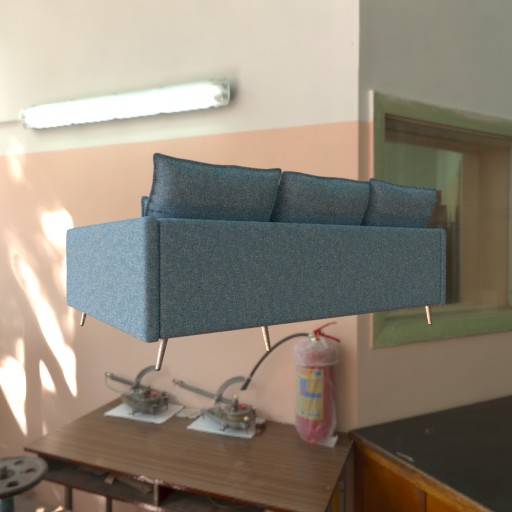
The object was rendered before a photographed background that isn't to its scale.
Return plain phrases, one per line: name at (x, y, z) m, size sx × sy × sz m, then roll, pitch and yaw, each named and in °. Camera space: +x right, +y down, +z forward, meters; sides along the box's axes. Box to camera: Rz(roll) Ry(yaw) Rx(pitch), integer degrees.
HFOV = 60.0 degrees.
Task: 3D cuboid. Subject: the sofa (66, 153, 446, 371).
sofa at (0.000, 0.000, 2.876) m, size 2.034 × 0.899 × 1.420 m, roll -1°, pitch 1°, yaw -35°
